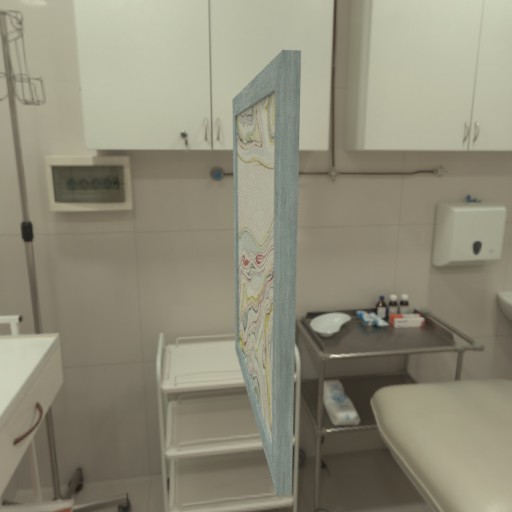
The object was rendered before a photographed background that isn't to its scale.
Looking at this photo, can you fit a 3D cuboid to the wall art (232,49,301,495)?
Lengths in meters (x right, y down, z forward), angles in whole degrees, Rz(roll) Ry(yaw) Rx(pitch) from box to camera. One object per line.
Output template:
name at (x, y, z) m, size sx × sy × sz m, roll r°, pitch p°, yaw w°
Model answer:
wall art at (0.000, 0.000, 0.790) m, size 0.022 × 0.582 × 0.479 m, roll -2°, pitch 13°, yaw -9°
